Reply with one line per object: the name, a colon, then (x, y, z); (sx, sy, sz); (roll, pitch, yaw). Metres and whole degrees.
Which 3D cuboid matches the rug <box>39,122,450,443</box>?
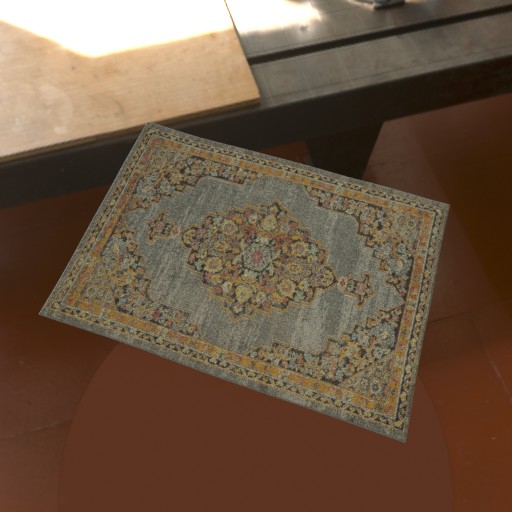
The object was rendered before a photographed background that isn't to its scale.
rug: (0.000, 0.000, 3.878); (3.063, 0.024, 2.158); (17, 66, 8)
